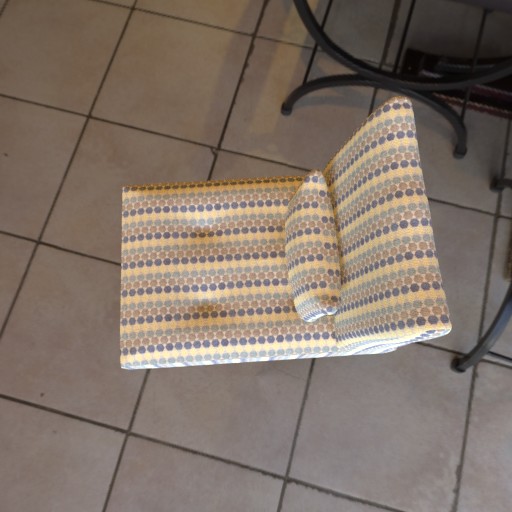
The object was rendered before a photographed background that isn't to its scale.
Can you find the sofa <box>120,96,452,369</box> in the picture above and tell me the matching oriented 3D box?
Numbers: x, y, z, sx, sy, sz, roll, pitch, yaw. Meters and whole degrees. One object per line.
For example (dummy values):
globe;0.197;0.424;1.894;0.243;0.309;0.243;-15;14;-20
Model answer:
sofa;0.000;0.000;1.546;1.000;0.820;0.700;-4;75;-1
